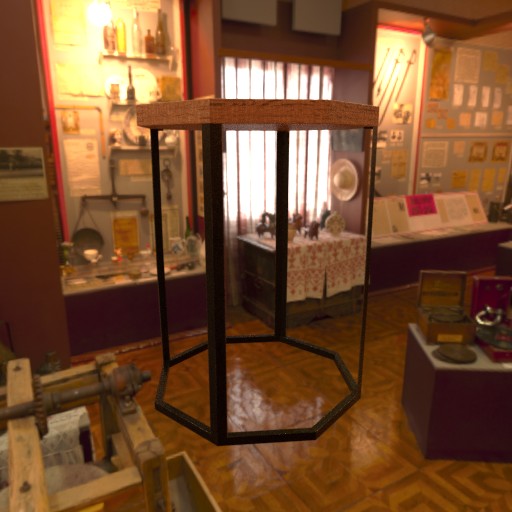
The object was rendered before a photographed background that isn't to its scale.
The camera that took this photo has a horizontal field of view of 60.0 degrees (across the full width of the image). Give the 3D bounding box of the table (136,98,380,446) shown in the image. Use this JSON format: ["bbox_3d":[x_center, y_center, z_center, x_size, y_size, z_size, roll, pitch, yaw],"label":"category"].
[{"bbox_3d":[0.000,0.000,0.879,0.437,0.553,0.437,-7,16,-27],"label":"table"}]
